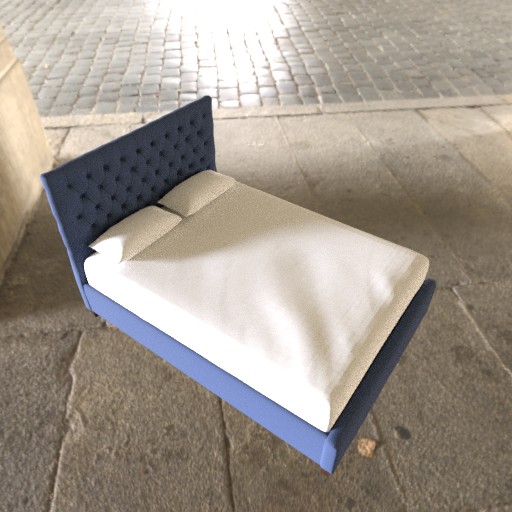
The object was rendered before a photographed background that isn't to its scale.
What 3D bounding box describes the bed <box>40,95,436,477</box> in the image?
[{"bbox_3d":[0.000,0.000,3.381,2.387,1.427,1.706,26,47,26],"label":"bed"}]
